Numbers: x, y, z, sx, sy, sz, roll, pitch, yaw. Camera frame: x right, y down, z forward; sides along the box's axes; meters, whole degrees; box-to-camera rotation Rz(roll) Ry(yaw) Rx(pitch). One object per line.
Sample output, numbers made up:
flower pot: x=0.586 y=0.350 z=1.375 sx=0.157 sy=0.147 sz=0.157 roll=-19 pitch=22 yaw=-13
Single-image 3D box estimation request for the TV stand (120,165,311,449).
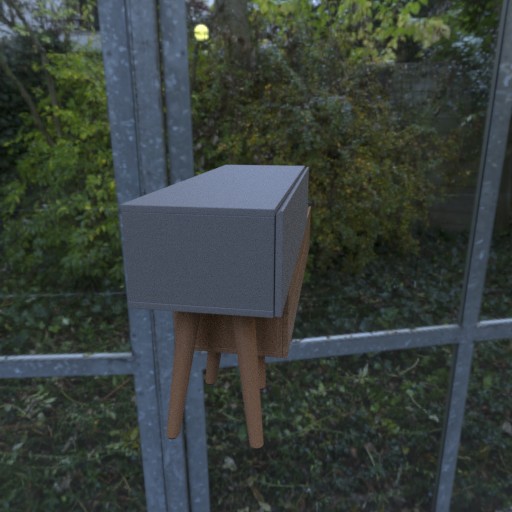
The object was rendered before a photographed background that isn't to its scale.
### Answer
TV stand: x=0.000 y=0.000 z=1.577 sx=0.329 sy=0.591 sz=1.336 roll=3 pitch=17 yaw=9
